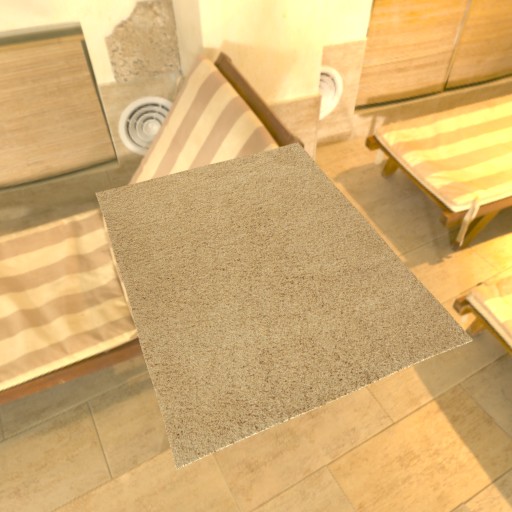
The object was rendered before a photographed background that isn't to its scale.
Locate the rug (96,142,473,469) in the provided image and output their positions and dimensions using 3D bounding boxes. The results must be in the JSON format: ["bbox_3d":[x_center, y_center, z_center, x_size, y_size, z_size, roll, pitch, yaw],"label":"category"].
[{"bbox_3d":[0.000,0.000,4.082,2.400,0.025,3.000,-18,50,-16],"label":"rug"}]
